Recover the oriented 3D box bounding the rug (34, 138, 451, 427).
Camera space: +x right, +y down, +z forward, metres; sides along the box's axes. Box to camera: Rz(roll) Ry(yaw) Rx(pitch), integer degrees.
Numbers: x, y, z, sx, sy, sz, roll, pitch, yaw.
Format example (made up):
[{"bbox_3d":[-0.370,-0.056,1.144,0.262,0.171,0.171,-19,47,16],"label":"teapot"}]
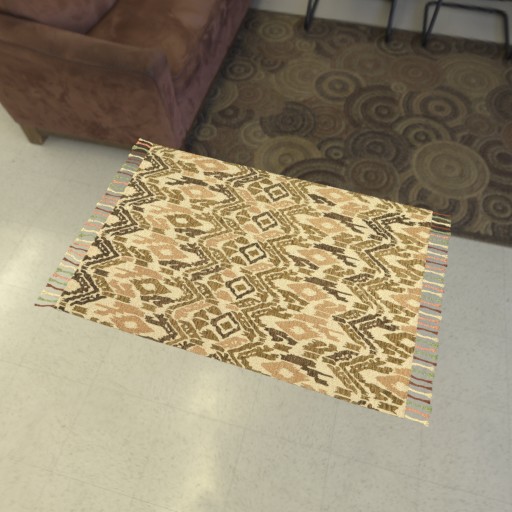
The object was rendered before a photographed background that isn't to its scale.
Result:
[{"bbox_3d":[0.000,0.000,2.941,2.438,0.008,1.524,15,60,9],"label":"rug"}]
